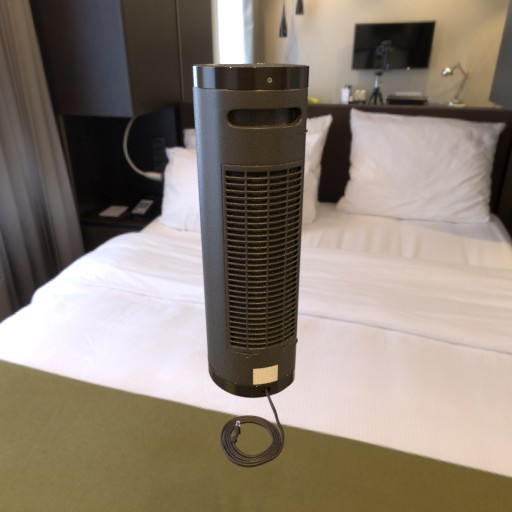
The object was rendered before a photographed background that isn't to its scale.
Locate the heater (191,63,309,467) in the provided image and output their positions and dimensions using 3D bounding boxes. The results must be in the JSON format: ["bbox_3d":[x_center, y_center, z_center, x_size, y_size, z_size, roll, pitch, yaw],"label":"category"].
[{"bbox_3d":[0.000,0.000,0.699,0.174,0.552,0.312,-7,25,-14],"label":"heater"}]
